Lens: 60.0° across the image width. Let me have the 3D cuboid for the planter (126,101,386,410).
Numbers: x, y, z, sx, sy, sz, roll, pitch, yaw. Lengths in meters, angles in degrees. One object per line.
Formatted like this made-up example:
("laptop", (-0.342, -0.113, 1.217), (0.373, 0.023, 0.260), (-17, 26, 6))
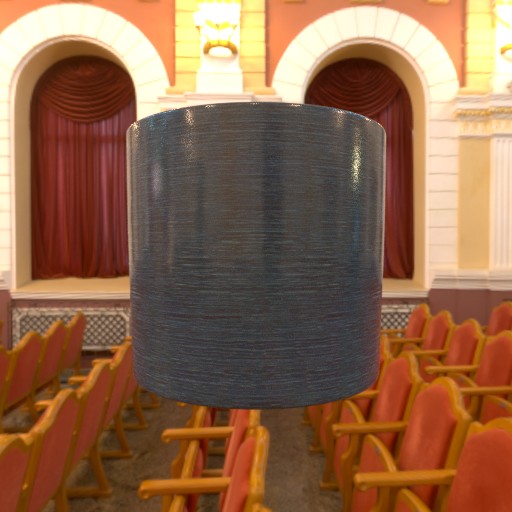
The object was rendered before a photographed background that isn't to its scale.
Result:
("planter", (0.000, 0.000, 0.395), (0.221, 0.201, 0.221), (0, 1, 0))
